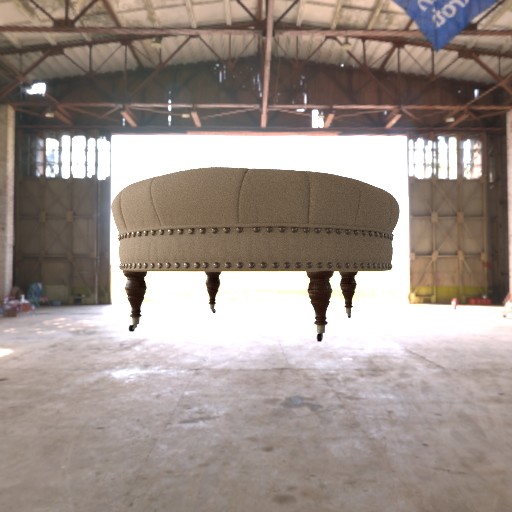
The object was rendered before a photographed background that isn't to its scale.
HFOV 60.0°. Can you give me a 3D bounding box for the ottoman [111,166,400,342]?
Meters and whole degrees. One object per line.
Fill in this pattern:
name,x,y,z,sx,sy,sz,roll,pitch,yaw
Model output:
ottoman,0.000,0.000,1.435,0.901,0.439,0.901,0,-2,0
